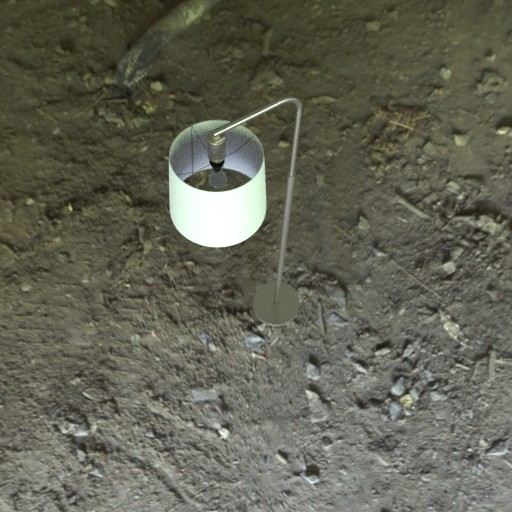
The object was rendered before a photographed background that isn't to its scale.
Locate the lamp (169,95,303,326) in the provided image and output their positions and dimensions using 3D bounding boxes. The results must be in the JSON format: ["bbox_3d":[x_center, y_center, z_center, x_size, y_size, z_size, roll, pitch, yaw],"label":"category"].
[{"bbox_3d":[0.000,0.000,1.634,0.508,1.478,0.254,-34,69,-15],"label":"lamp"}]
